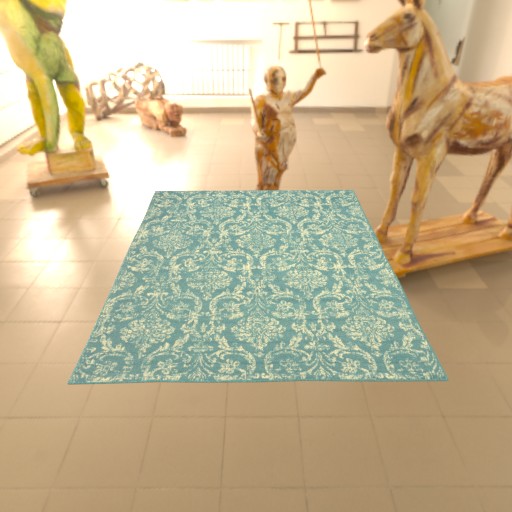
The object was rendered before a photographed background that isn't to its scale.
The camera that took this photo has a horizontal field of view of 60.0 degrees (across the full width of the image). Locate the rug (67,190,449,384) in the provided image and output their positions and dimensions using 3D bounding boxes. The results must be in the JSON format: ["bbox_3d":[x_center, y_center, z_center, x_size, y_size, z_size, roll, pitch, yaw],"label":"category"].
[{"bbox_3d":[0.000,0.000,4.009,2.363,0.012,2.980,0,32,-1],"label":"rug"}]
